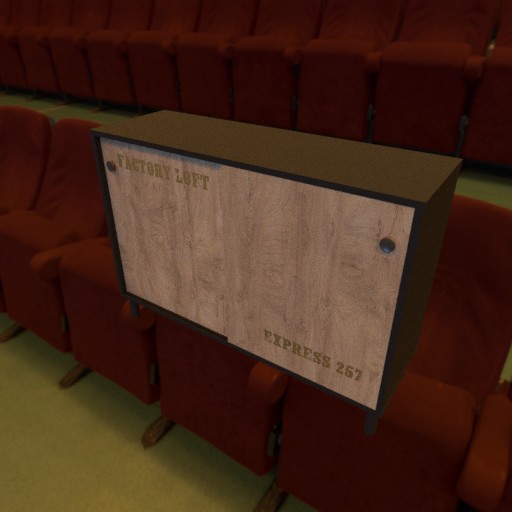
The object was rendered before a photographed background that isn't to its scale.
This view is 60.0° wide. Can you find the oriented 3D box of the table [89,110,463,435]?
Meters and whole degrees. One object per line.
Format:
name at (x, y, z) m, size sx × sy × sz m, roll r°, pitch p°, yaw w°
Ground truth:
table at (0.000, 0.000, 1.666) m, size 1.200 × 0.855 × 0.400 m, roll 19°, pitch 35°, yaw 29°
